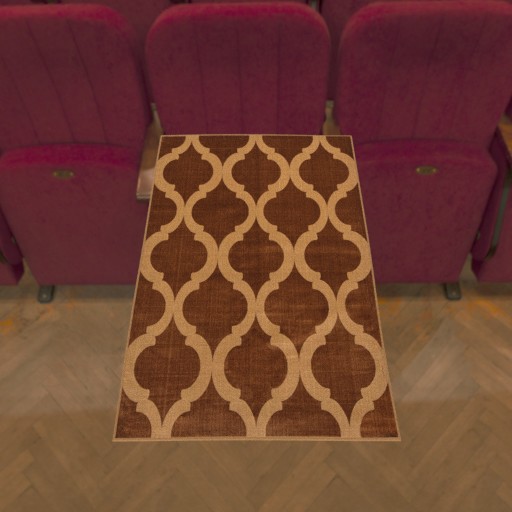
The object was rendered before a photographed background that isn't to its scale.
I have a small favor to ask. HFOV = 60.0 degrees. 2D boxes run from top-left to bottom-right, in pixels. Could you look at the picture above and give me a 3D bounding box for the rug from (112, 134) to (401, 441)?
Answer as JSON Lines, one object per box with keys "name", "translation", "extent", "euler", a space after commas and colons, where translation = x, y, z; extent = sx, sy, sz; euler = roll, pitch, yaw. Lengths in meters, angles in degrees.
{"name": "rug", "translation": [0.000, 0.000, 2.928], "extent": [1.526, 0.014, 2.290], "euler": [0, 58, 0]}
